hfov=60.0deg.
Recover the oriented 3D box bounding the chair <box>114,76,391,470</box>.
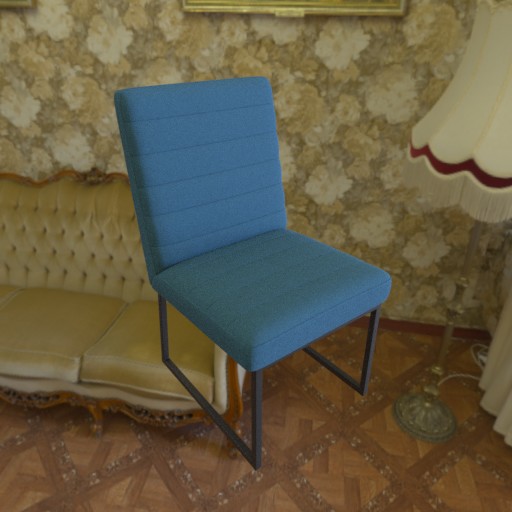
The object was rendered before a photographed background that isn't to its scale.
[{"bbox_3d":[0.000,0.000,1.324,0.520,0.930,0.634,-20,34,-33],"label":"chair"}]
